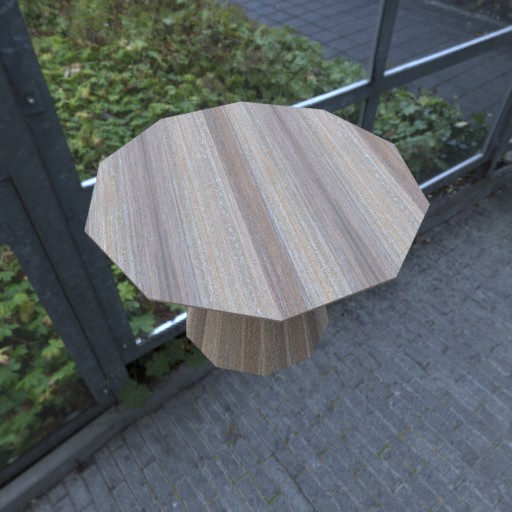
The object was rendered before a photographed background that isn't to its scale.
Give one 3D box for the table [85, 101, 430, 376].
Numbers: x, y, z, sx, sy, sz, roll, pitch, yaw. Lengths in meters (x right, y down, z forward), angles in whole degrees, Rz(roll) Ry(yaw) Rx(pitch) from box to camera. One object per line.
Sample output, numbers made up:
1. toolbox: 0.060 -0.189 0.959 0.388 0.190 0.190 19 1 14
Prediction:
1. table: 0.000 0.000 1.838 1.186 0.752 1.186 0 47 0
